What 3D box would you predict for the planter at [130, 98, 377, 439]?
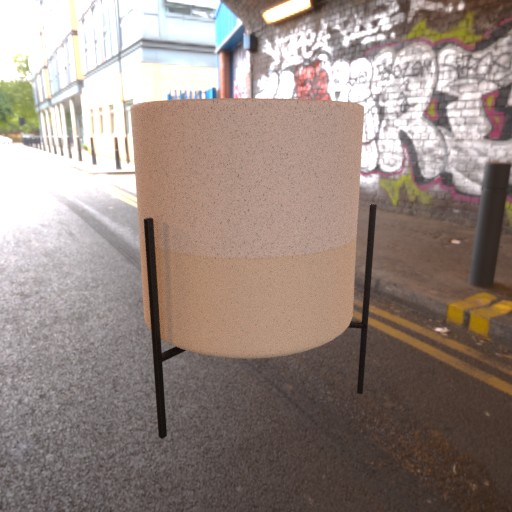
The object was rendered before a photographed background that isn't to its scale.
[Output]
[{"bbox_3d":[0.000,0.000,0.657,0.335,0.423,0.313,3,16,9],"label":"planter"}]
